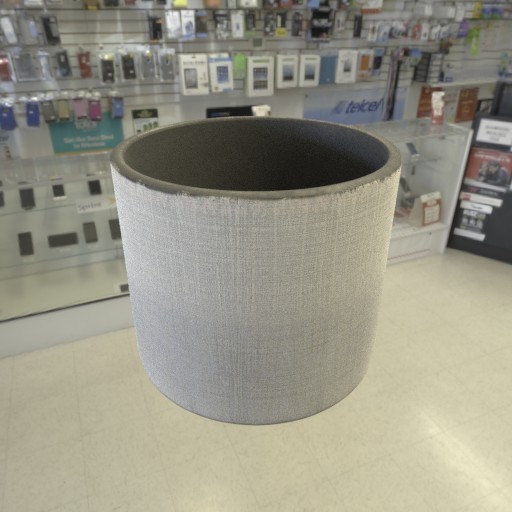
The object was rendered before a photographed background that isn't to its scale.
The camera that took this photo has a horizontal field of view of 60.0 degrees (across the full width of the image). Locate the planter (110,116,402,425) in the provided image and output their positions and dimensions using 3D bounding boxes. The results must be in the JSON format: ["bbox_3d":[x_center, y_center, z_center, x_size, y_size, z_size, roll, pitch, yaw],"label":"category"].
[{"bbox_3d":[0.000,0.000,0.397,0.226,0.201,0.226,0,29,0],"label":"planter"}]
